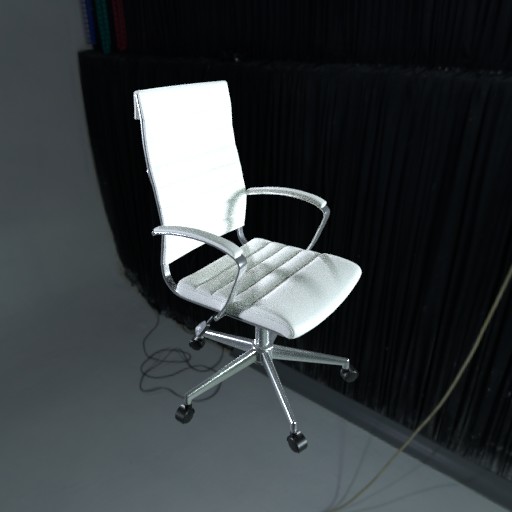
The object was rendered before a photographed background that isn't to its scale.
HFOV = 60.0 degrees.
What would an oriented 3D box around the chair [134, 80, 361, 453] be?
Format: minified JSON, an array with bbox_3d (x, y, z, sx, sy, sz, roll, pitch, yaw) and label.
[{"bbox_3d":[0.000,0.000,1.638,0.739,1.149,0.766,18,32,32],"label":"chair"}]
